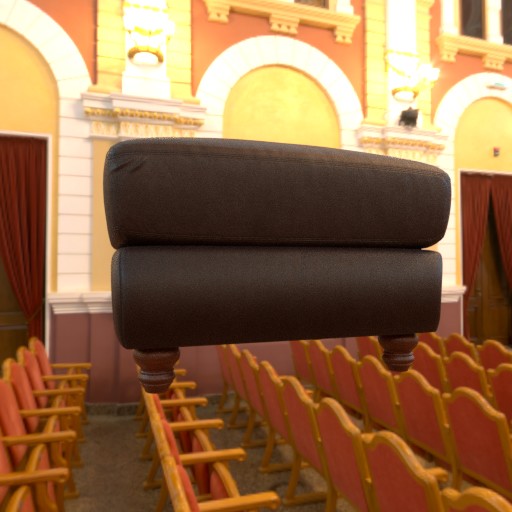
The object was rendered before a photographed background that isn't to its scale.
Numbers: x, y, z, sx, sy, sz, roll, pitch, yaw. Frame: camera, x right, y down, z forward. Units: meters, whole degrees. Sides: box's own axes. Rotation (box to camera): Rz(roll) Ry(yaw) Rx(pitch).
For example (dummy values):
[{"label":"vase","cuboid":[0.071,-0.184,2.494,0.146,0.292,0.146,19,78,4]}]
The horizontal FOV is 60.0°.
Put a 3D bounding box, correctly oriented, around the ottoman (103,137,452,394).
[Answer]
[{"label":"ottoman","cuboid":[0.000,0.000,1.240,0.806,0.569,0.670,0,-1,-18]}]
